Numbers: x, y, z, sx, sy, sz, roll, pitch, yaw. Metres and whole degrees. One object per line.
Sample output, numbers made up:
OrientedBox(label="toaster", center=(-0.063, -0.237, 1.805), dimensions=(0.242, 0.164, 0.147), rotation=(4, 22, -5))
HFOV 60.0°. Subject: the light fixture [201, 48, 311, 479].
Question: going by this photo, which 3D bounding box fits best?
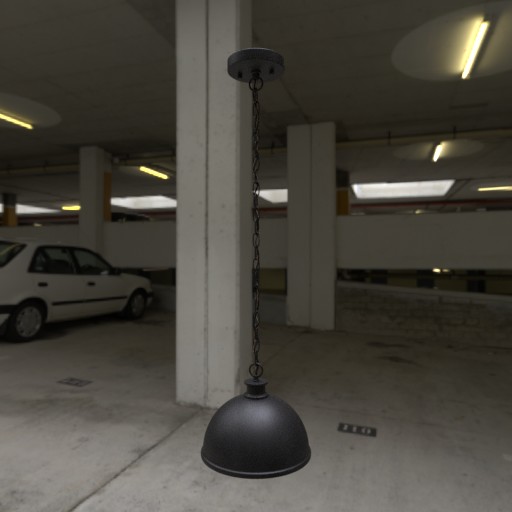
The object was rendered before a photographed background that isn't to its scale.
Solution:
OrientedBox(label="light fixture", center=(0.000, 0.000, 1.236), dimensions=(0.304, 1.090, 0.304), rotation=(0, -1, 17))
